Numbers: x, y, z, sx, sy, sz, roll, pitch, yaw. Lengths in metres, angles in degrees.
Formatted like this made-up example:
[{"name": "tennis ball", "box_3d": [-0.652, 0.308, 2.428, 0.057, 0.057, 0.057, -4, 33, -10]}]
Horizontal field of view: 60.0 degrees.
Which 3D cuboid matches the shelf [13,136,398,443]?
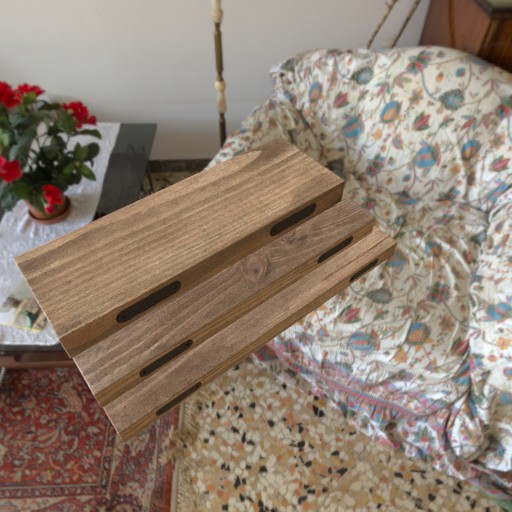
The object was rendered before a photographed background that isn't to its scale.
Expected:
[{"name": "shelf", "box_3d": [0.000, 0.000, 0.713, 0.610, 0.293, 0.140, -30, 55, -24]}]
